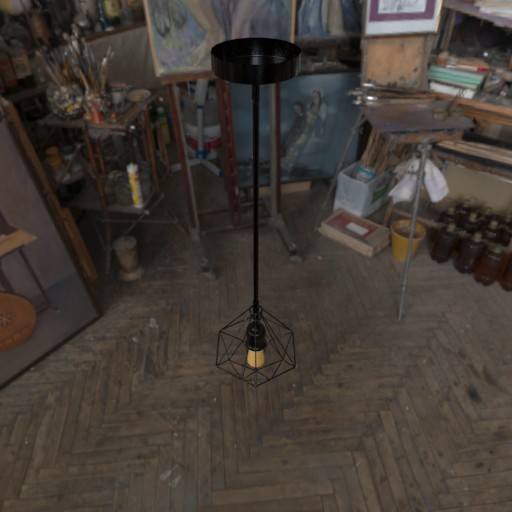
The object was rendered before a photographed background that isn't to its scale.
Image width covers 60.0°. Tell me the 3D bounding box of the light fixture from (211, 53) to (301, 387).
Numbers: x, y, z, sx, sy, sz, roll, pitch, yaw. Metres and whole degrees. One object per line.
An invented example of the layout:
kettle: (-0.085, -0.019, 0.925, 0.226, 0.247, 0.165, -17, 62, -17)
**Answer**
light fixture: (0.000, 0.000, 2.014, 0.431, 1.764, 0.487, 0, 41, 0)
